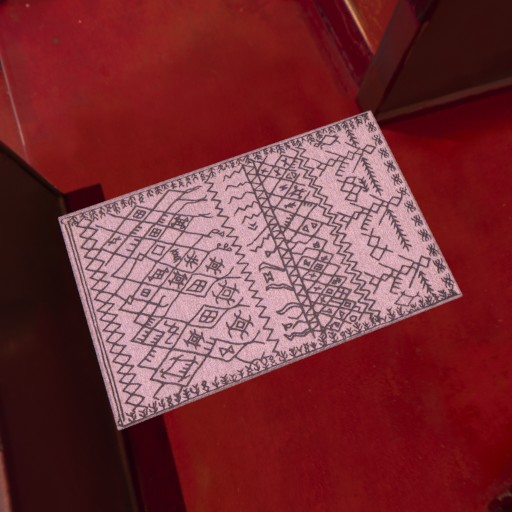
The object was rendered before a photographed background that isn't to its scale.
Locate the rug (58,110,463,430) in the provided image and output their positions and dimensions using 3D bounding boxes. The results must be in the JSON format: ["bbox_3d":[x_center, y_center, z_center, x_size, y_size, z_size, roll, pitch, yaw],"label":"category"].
[{"bbox_3d":[0.000,0.000,3.097,2.444,0.012,1.526,-20,77,-5],"label":"rug"}]
